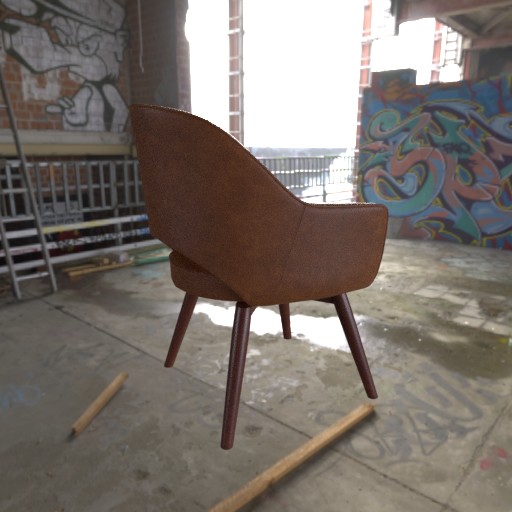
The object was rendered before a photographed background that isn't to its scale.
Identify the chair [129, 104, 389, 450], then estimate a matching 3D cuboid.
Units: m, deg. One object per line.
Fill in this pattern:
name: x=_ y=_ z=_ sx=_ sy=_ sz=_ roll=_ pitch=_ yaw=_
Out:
chair: x=0.000 y=0.000 z=1.236 sx=0.640 sy=0.777 sz=0.591 roll=-7 pitch=16 yaw=-27
